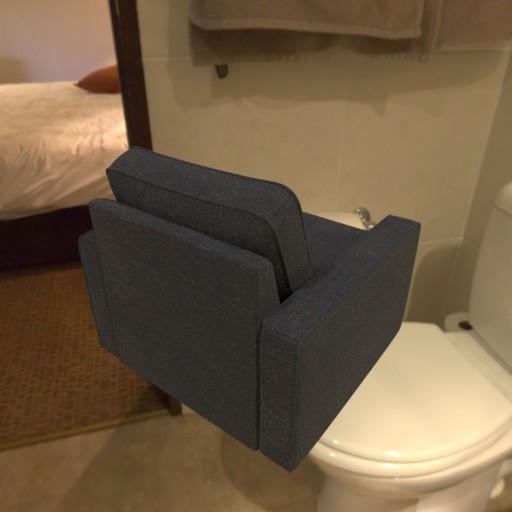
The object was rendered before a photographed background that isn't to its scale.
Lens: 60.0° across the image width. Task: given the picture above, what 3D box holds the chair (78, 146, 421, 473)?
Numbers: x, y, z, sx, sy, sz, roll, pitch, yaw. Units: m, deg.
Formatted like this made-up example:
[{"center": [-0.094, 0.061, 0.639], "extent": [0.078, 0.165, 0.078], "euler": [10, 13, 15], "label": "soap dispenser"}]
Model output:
[{"center": [0.000, 0.000, 1.770], "extent": [1.017, 0.919, 0.940], "euler": [21, 36, 32], "label": "chair"}]
